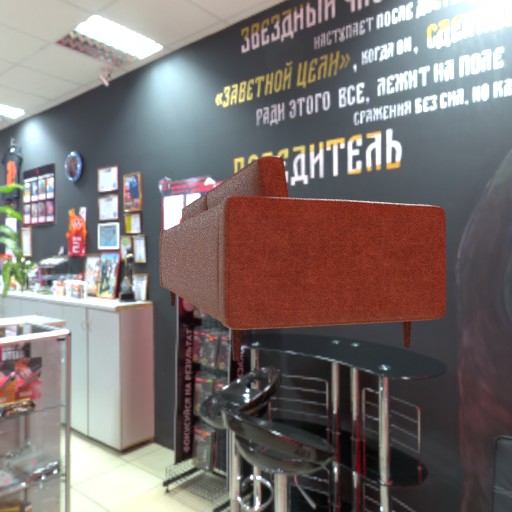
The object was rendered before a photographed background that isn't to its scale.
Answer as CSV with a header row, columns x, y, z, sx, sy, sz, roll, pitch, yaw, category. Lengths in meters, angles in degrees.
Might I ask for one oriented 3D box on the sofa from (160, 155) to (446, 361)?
x,y,z,sx,sy,sz,roll,pitch,yaw,category
0.000,0.000,2.638,0.919,0.770,2.200,0,0,-18,sofa
